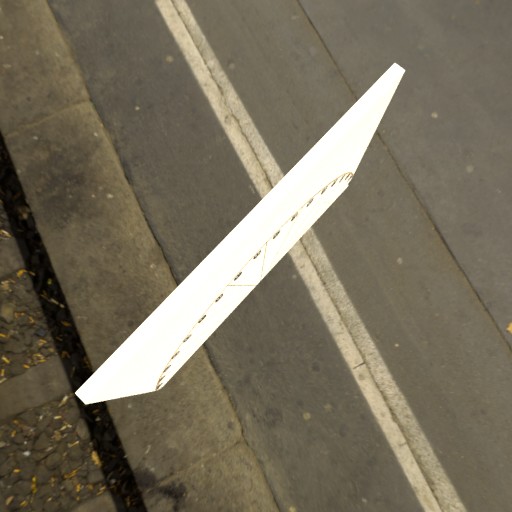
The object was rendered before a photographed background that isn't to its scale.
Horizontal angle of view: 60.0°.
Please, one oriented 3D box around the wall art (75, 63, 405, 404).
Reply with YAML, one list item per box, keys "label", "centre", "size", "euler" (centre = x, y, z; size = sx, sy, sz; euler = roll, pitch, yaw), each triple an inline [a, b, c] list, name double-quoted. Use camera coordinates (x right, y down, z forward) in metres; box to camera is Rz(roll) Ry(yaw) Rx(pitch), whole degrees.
- label: "wall art"
  centre: [0.000, 0.000, 1.448]
  size: [0.038, 0.767, 1.144]
  euler: [41, 79, 10]
